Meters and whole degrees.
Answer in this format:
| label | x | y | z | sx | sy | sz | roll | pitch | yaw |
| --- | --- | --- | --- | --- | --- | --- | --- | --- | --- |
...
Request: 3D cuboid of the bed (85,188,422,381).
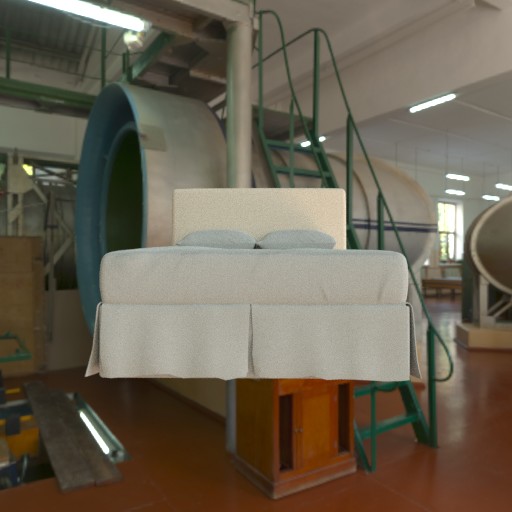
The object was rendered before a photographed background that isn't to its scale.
| label | x | y | z | sx | sy | sz | roll | pitch | yaw |
| --- | --- | --- | --- | --- | --- | --- | --- | --- | --- |
| bed | 0.000 | 0.000 | 3.320 | 1.748 | 1.330 | 2.142 | 0 | 0 | 1 |
